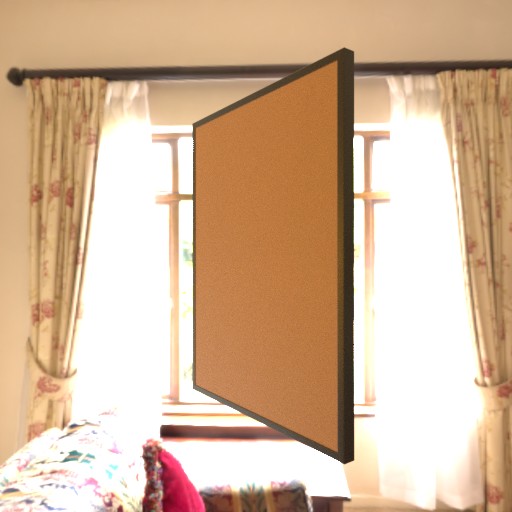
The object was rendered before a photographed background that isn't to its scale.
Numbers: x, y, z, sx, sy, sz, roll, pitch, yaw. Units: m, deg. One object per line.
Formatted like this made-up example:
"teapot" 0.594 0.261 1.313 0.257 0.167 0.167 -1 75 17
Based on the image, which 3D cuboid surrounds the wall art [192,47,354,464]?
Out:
"wall art" 0.000 0.000 1.461 0.039 1.061 0.804 0 0 -37
